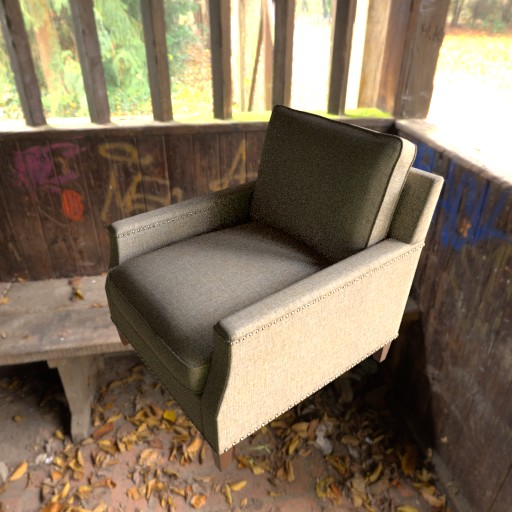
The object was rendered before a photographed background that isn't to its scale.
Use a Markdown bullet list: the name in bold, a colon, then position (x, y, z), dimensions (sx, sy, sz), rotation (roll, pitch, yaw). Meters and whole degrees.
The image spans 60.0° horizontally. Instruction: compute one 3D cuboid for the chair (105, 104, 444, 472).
- **chair**: position (0.000, 0.000, 1.722), dimensions (1.014, 0.943, 0.853), rotation (-22, 37, -32)
